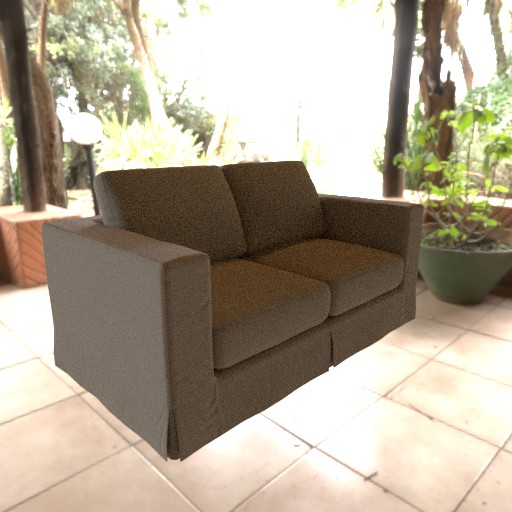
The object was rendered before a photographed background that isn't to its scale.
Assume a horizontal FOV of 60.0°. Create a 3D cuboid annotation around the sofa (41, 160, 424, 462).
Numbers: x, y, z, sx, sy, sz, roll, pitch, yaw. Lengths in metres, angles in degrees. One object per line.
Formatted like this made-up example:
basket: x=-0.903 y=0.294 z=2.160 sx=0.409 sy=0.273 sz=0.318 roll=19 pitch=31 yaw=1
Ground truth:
sofa: x=0.000 y=0.000 z=2.329 sx=1.009 sy=0.932 sz=1.813 roll=14 pitch=20 yaw=43
